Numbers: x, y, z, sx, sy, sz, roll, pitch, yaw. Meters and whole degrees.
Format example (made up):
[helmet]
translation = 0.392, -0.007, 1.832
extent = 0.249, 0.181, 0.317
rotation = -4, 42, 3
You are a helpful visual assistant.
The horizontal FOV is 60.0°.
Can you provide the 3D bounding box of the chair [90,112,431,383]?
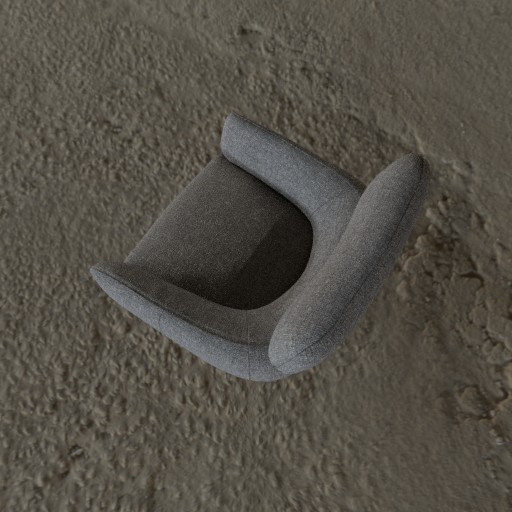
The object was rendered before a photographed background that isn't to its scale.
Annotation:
[chair]
translation = 0.000, 0.000, 1.363
extent = 0.715, 0.812, 0.706
rotation = 31, 68, 14
